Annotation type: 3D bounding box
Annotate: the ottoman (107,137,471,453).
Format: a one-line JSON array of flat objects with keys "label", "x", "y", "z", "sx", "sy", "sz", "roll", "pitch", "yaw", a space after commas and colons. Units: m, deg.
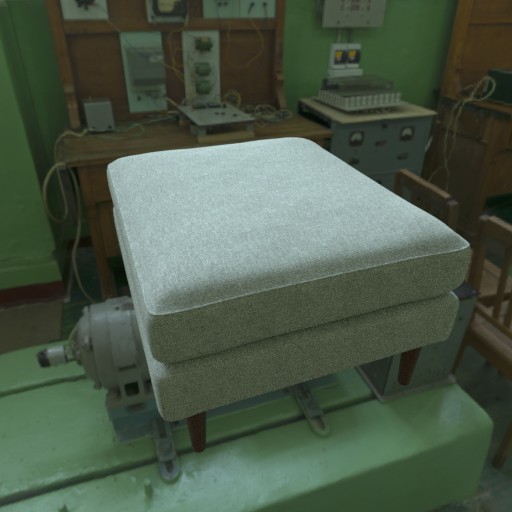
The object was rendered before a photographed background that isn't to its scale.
[{"label": "ottoman", "x": 0.000, "y": 0.000, "z": 1.233, "sx": 0.693, "sy": 0.474, "sz": 0.821, "roll": -11, "pitch": 33, "yaw": -18}]
